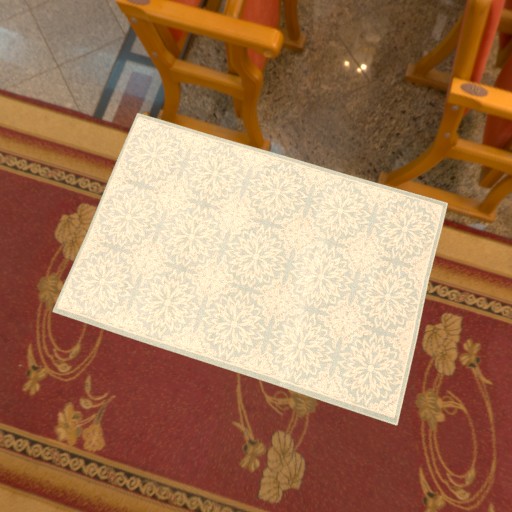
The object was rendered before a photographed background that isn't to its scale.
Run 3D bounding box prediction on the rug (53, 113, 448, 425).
[{"bbox_3d":[0.000,0.000,2.380,1.840,0.012,1.219,17,77,4],"label":"rug"}]
